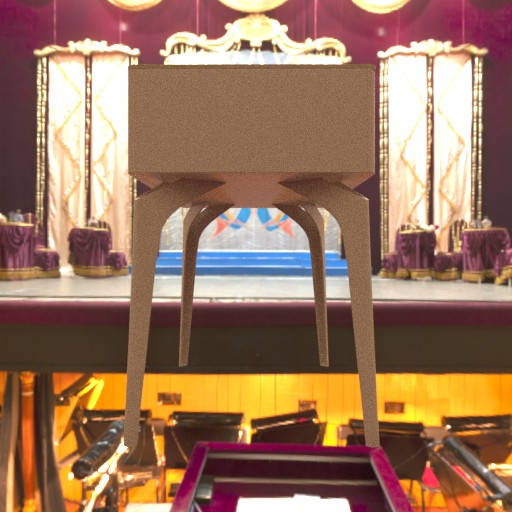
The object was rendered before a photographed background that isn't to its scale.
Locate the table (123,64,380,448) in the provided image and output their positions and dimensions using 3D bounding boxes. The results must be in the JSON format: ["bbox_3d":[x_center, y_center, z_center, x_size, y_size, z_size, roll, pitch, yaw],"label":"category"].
[{"bbox_3d":[0.000,0.000,0.908,0.400,0.570,0.500,0,0,0],"label":"table"}]
